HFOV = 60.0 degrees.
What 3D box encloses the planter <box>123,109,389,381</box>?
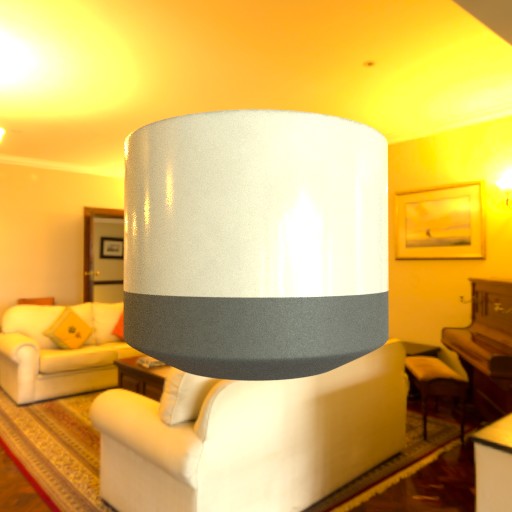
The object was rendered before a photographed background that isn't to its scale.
[{"bbox_3d":[0.000,0.000,0.224,0.128,0.105,0.128,0,-1,0],"label":"planter"}]
